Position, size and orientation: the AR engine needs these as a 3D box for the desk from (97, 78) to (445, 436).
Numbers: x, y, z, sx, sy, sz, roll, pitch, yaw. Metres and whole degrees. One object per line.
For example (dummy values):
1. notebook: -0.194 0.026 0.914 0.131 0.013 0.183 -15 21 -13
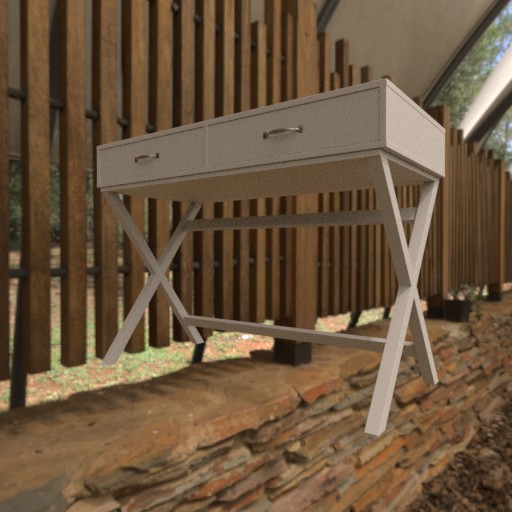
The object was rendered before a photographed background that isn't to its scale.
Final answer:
1. desk: 0.000 0.000 1.468 1.057 0.780 0.525 1 1 36
